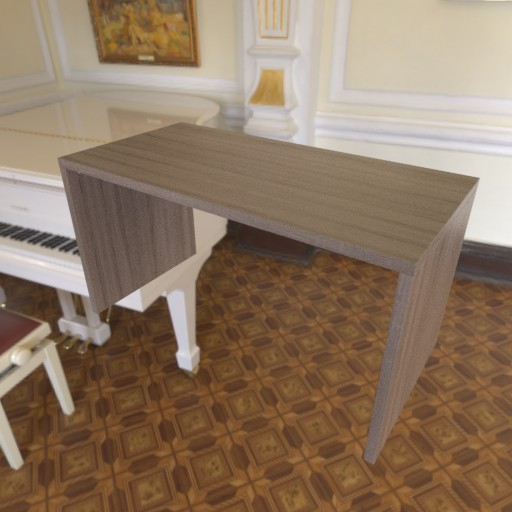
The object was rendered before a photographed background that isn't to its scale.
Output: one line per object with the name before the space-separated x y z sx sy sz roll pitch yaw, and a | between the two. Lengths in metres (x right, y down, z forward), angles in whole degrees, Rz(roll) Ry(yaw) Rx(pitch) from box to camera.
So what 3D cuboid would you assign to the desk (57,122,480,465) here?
desk | 0.000 0.000 1.794 1.380 0.745 0.690 19 35 30
